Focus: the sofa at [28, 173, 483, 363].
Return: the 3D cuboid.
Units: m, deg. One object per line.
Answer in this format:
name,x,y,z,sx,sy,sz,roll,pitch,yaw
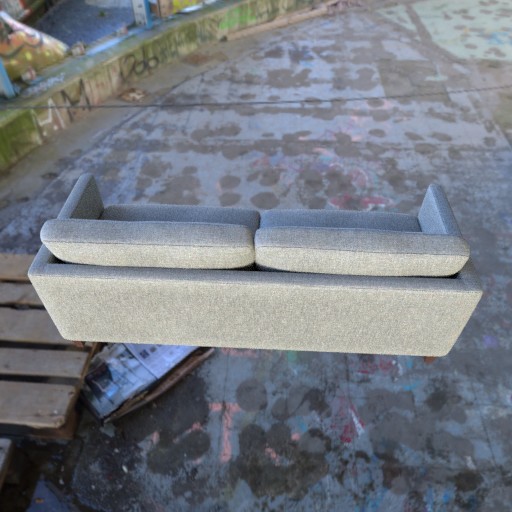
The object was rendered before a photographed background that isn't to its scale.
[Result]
sofa,0.000,0.000,2.829,2.434,0.951,0.948,2,46,2
